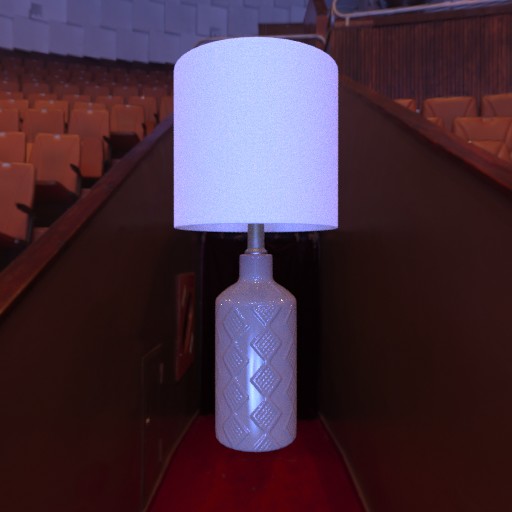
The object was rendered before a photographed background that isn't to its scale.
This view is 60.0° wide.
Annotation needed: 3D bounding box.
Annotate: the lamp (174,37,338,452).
[{"bbox_3d":[0.000,0.000,0.569,0.207,0.461,0.207,0,1,-1],"label":"lamp"}]
